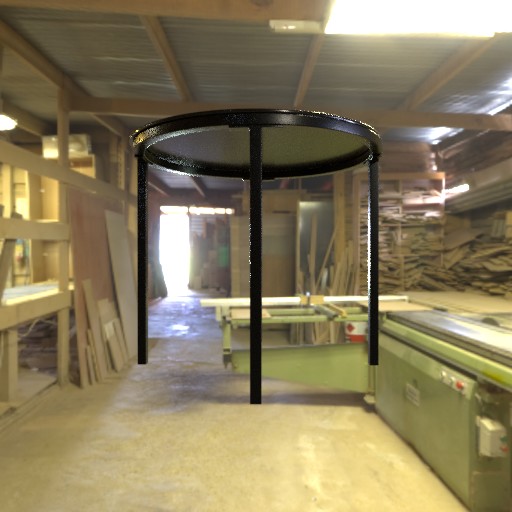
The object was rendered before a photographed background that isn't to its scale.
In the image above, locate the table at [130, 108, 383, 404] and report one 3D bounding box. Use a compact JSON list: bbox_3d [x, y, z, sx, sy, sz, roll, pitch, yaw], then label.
[{"bbox_3d":[0.000,0.000,0.911,0.499,0.443,0.499,0,0,0],"label":"table"}]
